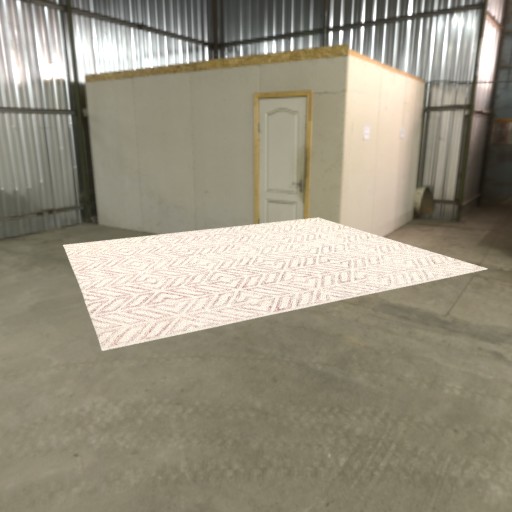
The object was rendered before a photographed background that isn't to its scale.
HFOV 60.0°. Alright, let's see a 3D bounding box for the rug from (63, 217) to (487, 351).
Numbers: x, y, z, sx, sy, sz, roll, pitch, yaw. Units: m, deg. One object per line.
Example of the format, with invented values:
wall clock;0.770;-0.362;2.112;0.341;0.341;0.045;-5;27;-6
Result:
rug;0.000;0.000;4.009;3.045;0.008;2.421;-8;18;-26
